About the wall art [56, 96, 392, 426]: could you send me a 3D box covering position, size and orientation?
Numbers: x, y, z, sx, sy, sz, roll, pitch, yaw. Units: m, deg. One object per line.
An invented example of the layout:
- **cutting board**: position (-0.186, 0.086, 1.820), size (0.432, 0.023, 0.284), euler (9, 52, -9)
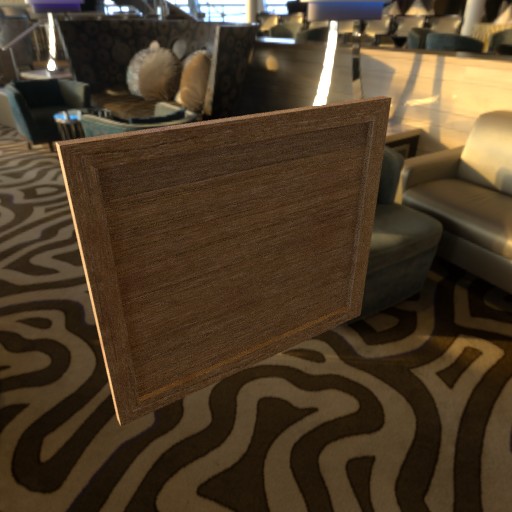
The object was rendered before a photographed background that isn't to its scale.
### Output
- **wall art**: position (0.000, 0.000, 0.952), size (0.690, 0.588, 0.026), euler (-18, 34, -29)
